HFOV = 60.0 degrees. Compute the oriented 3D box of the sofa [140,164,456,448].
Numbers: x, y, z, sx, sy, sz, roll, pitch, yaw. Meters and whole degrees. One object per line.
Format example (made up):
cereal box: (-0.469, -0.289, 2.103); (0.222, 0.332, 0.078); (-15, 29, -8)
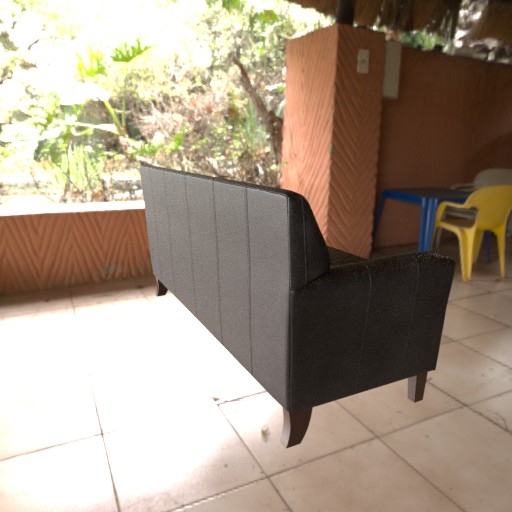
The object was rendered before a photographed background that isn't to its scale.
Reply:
sofa: (0.000, 0.000, 2.498); (0.805, 0.947, 2.053); (-7, 16, -26)
